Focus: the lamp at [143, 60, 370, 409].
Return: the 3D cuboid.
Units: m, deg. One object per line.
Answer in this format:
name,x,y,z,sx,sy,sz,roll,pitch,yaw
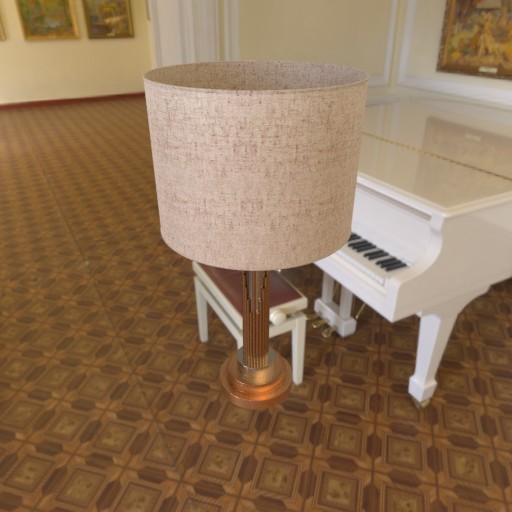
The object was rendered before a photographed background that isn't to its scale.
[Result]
lamp,0.000,0.000,0.791,0.321,0.610,0.321,-8,30,-14
